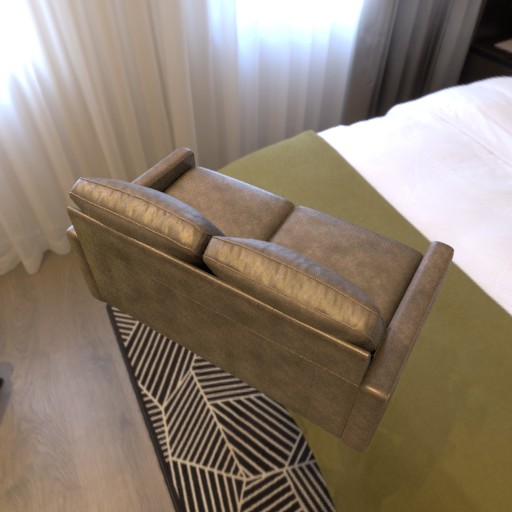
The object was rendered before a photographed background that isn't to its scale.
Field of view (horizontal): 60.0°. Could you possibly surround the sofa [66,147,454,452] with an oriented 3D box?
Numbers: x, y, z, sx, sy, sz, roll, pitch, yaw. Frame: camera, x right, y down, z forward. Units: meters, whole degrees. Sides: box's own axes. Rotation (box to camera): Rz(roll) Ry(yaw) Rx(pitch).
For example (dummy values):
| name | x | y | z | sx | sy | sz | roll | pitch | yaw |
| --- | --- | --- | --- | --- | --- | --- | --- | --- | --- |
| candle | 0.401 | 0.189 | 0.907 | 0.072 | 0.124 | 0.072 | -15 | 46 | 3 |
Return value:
| name | x | y | z | sx | sy | sz | roll | pitch | yaw |
| --- | --- | --- | --- | --- | --- | --- | --- | --- | --- |
| sofa | 0.000 | 0.000 | 2.275 | 1.732 | 0.916 | 0.939 | 24 | 51 | 22 |
